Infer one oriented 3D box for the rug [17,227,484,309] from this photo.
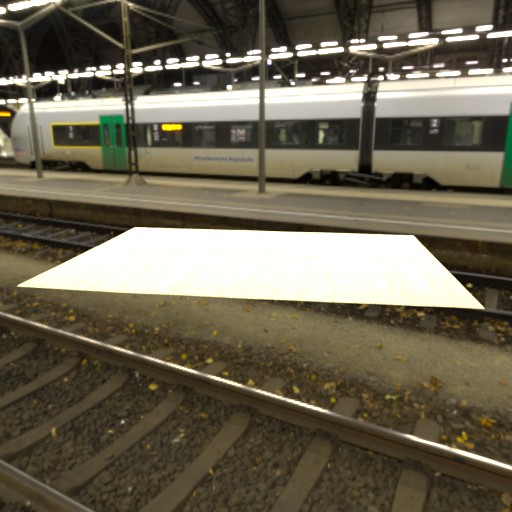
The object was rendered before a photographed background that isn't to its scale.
[{"bbox_3d":[0.000,0.000,2.333,1.850,0.015,1.250,2,15,7],"label":"rug"}]
